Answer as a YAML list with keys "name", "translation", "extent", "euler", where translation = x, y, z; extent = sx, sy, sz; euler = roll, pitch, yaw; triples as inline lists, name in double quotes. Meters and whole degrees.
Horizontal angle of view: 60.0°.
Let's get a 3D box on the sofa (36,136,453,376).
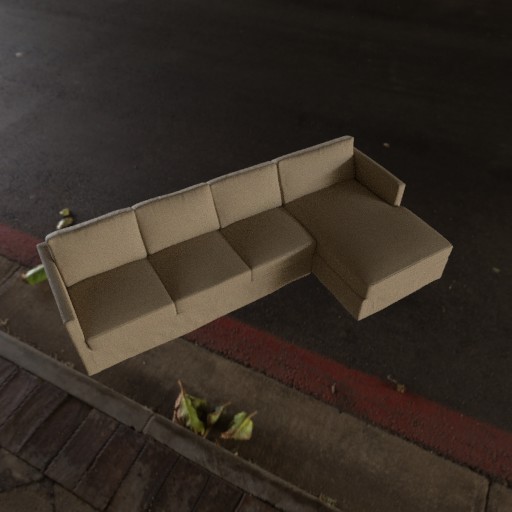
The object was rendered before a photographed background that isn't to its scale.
- name: "sofa"
  translation: [0.000, 0.000, 3.841]
  extent: [3.206, 0.871, 1.622]
  euler: [-23, 50, -21]
